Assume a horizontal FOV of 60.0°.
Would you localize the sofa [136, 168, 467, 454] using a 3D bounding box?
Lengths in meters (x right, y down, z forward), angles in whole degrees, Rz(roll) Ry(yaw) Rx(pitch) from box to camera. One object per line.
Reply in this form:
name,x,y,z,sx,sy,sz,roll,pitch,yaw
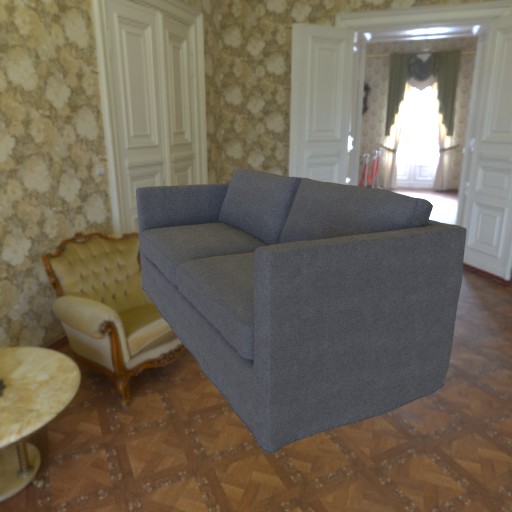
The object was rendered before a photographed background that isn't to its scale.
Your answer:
sofa,0.000,0.000,2.484,0.953,0.855,1.982,-8,17,-26
